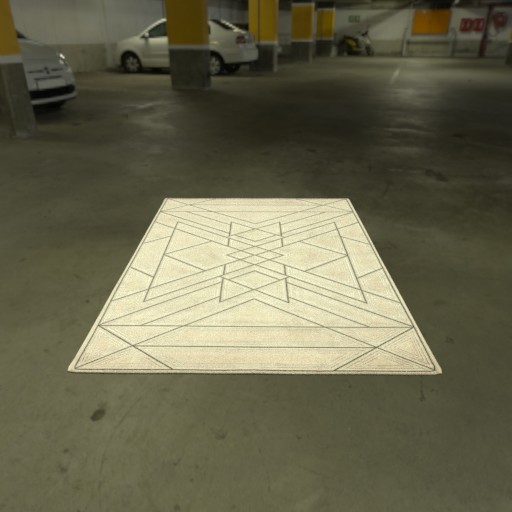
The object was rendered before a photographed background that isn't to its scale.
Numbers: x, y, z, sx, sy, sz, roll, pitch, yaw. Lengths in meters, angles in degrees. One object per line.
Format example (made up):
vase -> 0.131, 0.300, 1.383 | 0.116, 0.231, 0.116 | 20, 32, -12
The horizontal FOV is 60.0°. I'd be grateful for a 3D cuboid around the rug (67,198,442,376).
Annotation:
rug -> 0.000, 0.000, 4.360 | 2.436, 0.026, 3.381 | 0, 27, 0
